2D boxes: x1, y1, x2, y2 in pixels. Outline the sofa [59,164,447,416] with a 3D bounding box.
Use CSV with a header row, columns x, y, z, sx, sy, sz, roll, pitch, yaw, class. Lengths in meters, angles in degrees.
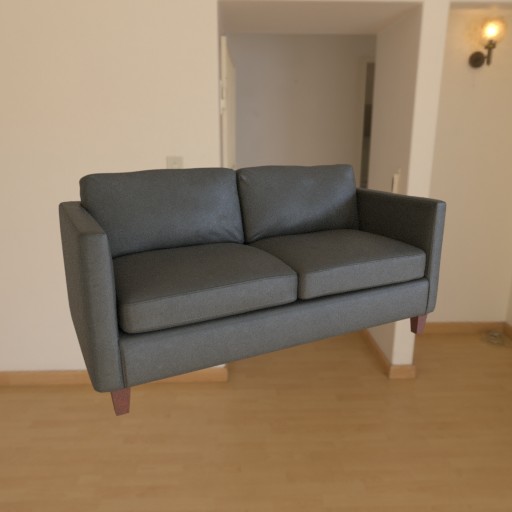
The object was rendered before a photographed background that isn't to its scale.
x,y,z,sx,sy,sz,roll,pitch,yaw,class
0.000,0.000,2.422,1.883,0.933,0.951,-8,17,-26,sofa
